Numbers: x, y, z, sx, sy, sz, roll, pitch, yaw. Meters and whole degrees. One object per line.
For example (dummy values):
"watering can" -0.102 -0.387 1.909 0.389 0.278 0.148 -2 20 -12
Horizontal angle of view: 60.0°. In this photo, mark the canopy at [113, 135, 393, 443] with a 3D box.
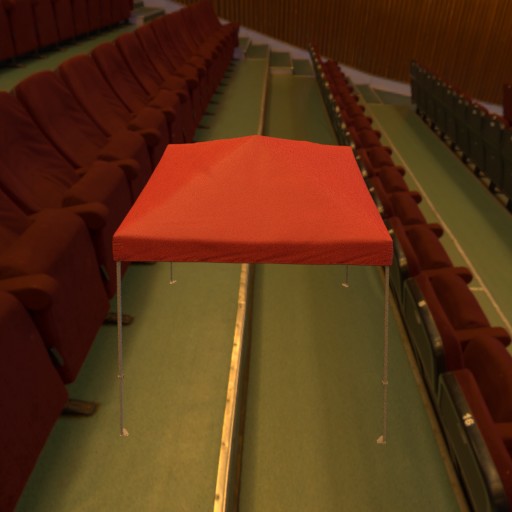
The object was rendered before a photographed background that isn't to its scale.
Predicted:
"canopy" 0.000 0.000 6.532 3.599 3.600 3.600 1 33 2
